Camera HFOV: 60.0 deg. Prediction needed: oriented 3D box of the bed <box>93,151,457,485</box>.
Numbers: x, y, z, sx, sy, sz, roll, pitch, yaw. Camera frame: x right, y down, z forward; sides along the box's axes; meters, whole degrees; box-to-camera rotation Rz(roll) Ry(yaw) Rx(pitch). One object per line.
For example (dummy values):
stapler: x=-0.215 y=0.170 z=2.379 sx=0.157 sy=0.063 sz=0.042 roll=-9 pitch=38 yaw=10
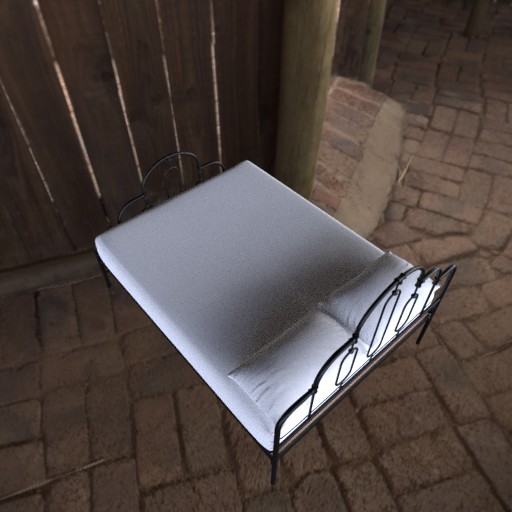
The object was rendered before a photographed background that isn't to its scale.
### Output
bed: x=0.000 y=0.000 z=3.237 sx=1.626 sy=1.444 sz=2.181 roll=-33 pitch=55 yaw=-27
